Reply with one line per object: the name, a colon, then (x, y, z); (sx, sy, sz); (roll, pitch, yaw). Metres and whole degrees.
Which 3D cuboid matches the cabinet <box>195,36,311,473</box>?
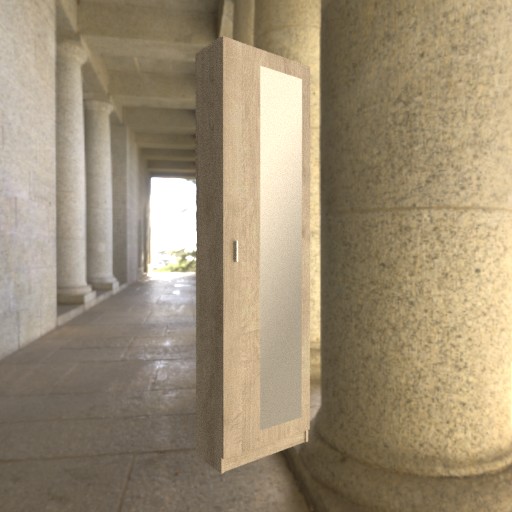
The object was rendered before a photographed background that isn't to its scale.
cabinet: (0.000, 0.000, 2.039); (0.500, 1.790, 0.230); (-1, 1, -38)
